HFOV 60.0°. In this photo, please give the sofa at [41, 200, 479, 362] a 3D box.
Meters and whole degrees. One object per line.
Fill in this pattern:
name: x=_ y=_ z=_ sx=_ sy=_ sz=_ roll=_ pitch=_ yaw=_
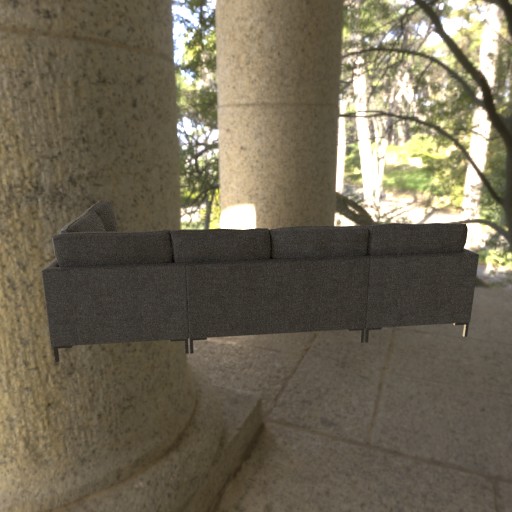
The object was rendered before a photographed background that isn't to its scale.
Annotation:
sofa: x=0.000 y=0.000 z=4.380 sx=3.423 sy=0.999 sz=2.048 roll=-2 pitch=15 yaw=-7
